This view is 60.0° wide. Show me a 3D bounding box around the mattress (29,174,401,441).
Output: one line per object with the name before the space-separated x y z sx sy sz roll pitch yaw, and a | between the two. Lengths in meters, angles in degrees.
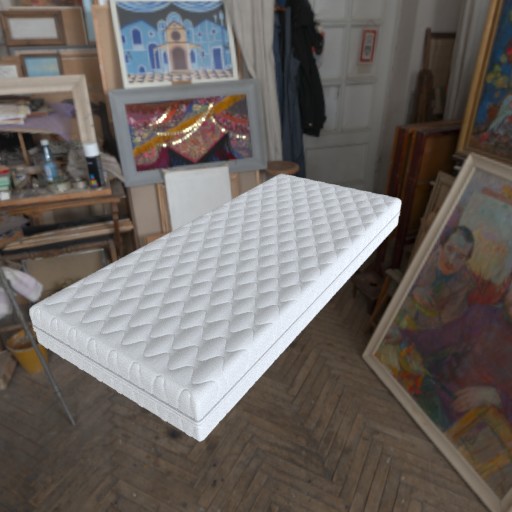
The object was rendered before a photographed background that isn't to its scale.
mattress | 0.000 0.000 2.336 0.900 0.200 2.000 18 34 29
